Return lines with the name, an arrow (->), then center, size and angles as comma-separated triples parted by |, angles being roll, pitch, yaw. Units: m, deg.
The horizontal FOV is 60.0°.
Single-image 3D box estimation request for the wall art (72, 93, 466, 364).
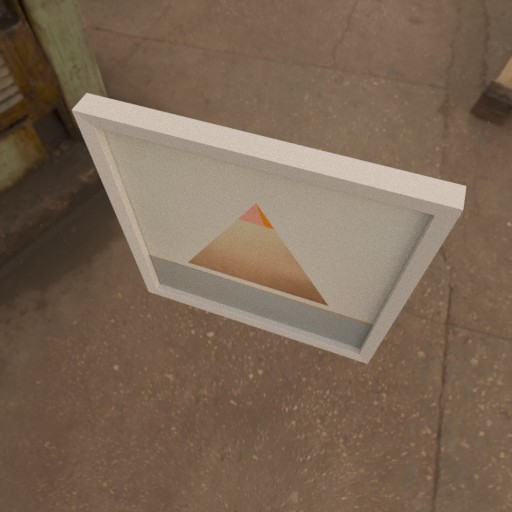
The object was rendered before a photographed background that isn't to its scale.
wall art -> 0.000, 0.000, 1.948 | 1.289, 1.291, 0.098 | 17, 59, 11
